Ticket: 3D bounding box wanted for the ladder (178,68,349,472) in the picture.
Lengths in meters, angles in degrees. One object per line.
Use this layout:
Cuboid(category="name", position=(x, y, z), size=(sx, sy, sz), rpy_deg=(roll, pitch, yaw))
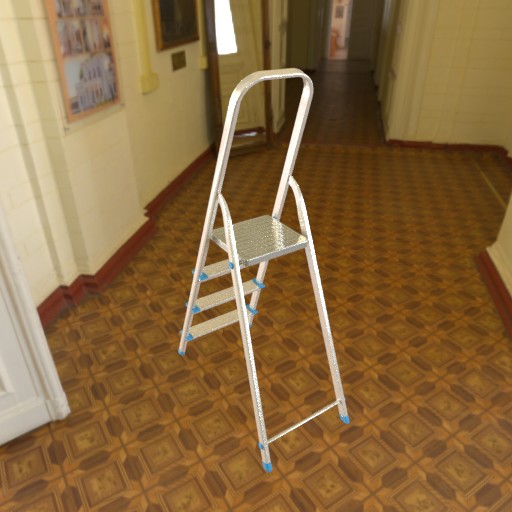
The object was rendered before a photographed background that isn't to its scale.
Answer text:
Cuboid(category="ladder", position=(0.000, 0.000, 1.806), size=(0.445, 1.434, 0.842), rpy_deg=(-18, 34, -29))
